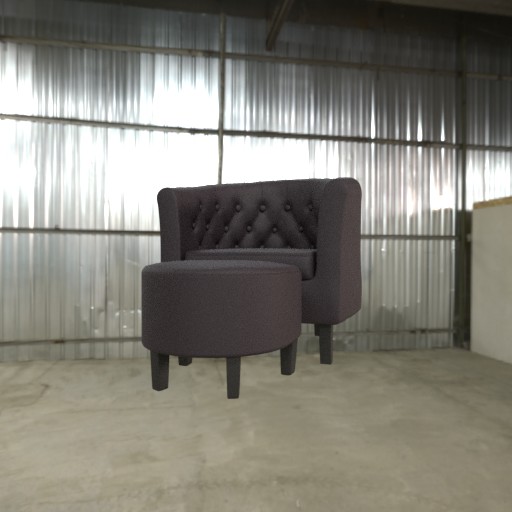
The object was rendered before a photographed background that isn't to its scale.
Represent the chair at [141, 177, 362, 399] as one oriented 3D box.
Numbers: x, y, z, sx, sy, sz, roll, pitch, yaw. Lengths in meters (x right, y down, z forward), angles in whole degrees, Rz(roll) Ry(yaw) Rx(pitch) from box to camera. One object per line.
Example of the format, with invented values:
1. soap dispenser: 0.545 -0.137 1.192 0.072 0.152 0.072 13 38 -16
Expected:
1. chair: 0.000 0.000 1.718 0.763 0.760 1.191 0 1 19
